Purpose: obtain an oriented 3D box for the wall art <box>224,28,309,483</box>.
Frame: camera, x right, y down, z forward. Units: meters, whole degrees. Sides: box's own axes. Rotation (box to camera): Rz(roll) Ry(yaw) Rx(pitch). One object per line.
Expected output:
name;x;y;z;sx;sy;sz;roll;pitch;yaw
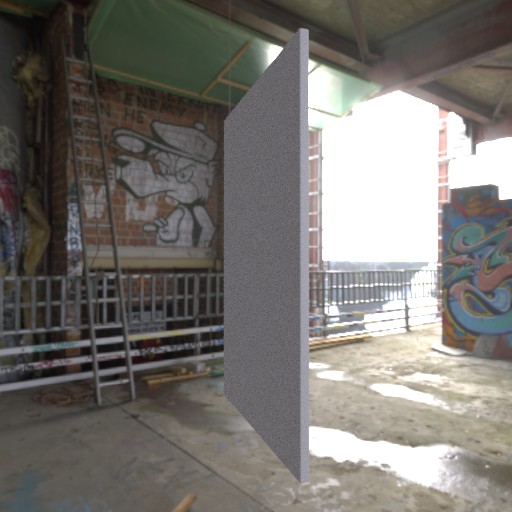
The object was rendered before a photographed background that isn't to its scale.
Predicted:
wall art;0.000;0.000;0.626;0.011;0.482;0.329;0;-1;-18
